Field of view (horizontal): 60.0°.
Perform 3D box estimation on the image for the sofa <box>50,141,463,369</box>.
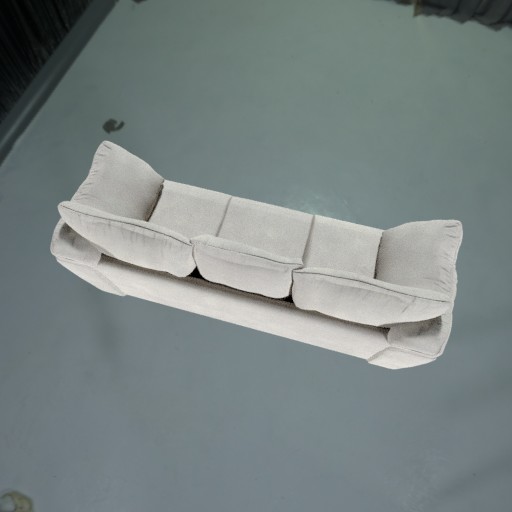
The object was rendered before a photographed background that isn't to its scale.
[{"bbox_3d":[0.000,0.000,2.837,2.334,0.996,0.878,14,64,7],"label":"sofa"}]
